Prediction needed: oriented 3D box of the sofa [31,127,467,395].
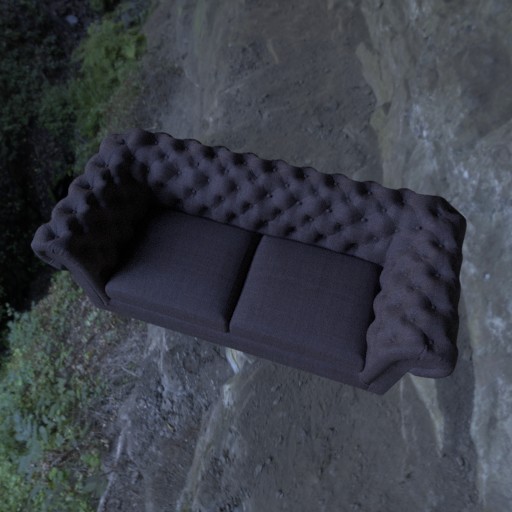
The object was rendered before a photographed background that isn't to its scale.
[{"bbox_3d":[0.000,0.000,2.472,2.048,0.780,0.944,15,59,9],"label":"sofa"}]
